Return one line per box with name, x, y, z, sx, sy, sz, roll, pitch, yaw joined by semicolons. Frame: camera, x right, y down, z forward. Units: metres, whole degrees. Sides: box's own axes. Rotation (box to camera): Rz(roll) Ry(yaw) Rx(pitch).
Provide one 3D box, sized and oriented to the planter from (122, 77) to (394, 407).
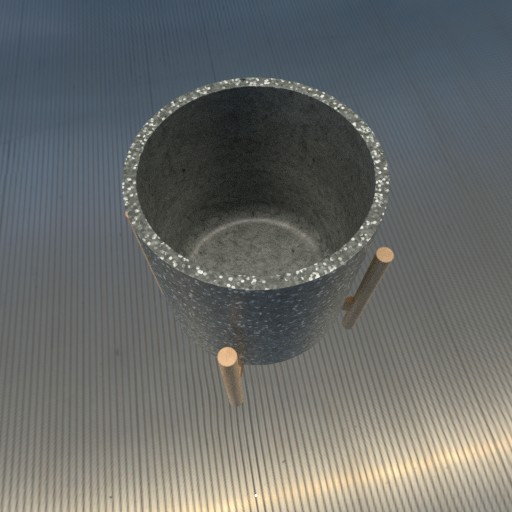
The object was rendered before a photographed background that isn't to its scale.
planter;0.000;0.000;0.690;0.360;0.419;0.360;30;66;15
